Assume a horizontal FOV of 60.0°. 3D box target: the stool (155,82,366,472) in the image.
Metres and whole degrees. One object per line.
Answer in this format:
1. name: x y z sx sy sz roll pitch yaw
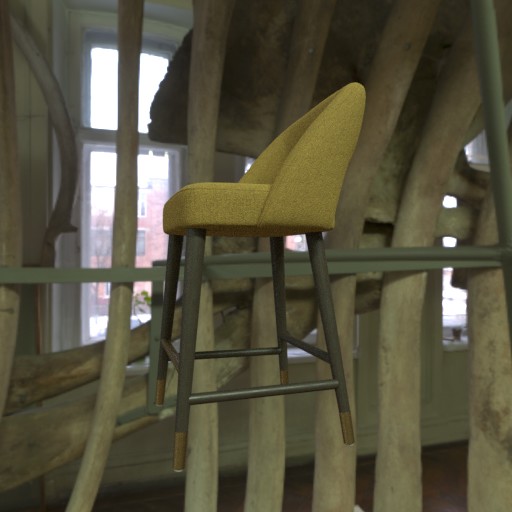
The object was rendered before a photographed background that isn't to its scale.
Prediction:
1. stool: 0.000 0.000 1.253 0.522 0.939 0.536 0 0 -18
